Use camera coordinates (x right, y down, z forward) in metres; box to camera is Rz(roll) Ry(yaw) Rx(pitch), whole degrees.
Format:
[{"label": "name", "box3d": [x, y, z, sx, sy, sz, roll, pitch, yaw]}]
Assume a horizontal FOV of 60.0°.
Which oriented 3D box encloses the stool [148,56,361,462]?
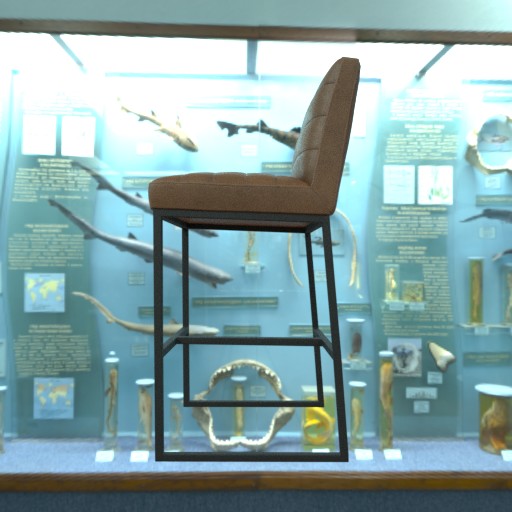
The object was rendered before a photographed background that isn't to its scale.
[{"label": "stool", "box3d": [0.000, 0.000, 1.337, 0.556, 1.040, 0.458, 0, -1, 0]}]
